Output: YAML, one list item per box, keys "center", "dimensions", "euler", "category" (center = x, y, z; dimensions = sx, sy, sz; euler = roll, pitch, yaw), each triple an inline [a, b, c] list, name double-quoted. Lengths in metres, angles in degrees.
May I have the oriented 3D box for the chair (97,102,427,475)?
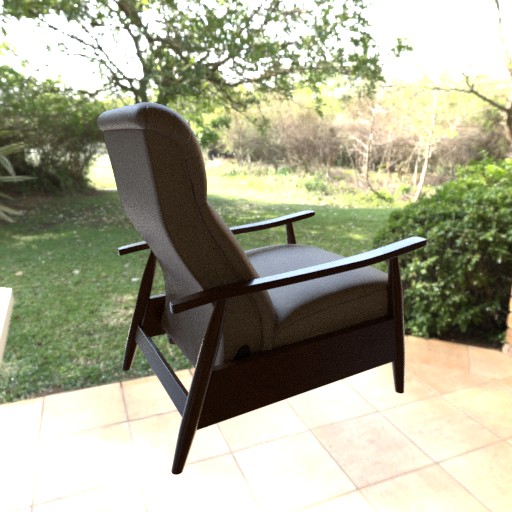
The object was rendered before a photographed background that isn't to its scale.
- center: [0.000, 0.000, 1.731]
  dimensions: [1.030, 1.082, 0.762]
  euler: [-8, 17, -27]
  category: "chair"
